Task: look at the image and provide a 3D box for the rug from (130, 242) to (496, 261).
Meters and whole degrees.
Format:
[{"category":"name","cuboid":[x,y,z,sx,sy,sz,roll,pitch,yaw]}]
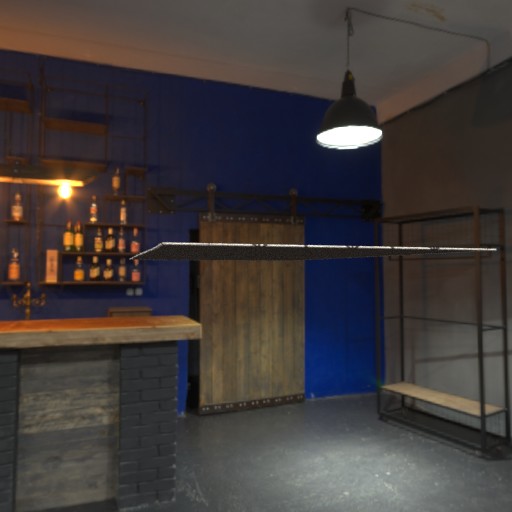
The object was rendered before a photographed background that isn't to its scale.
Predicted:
[{"category":"rug","cuboid":[0.000,0.000,2.975,1.526,0.008,2.465,1,-2,-19]}]
